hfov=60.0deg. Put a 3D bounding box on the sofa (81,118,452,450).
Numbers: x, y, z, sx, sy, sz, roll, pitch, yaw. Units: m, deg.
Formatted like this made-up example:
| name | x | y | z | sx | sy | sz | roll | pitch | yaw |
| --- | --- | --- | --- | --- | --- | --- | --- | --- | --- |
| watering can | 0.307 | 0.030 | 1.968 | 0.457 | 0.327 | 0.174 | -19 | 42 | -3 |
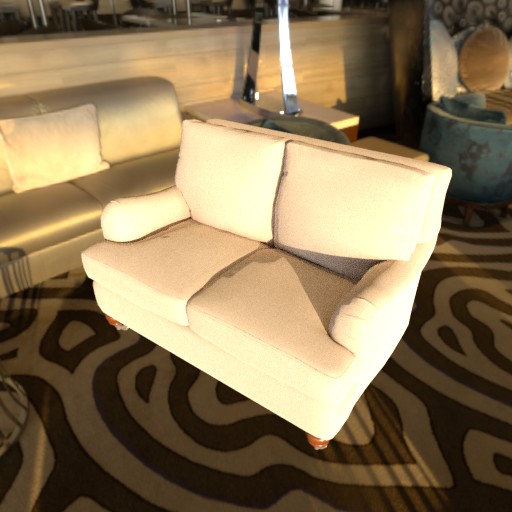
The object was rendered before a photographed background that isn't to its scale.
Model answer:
| name | x | y | z | sx | sy | sz | roll | pitch | yaw |
| --- | --- | --- | --- | --- | --- | --- | --- | --- | --- |
| sofa | 0.000 | 0.000 | 2.231 | 1.508 | 1.048 | 1.087 | 21 | 38 | 30 |
